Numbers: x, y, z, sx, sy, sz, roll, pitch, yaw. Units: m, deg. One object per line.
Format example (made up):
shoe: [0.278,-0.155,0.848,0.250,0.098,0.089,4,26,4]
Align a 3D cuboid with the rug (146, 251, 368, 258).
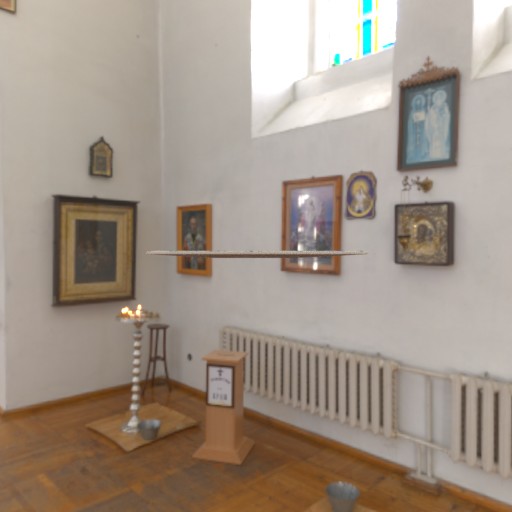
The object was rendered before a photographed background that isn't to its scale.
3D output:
rug: [0.000,0.000,2.414,0.662,0.011,2.196,0,-1,0]
